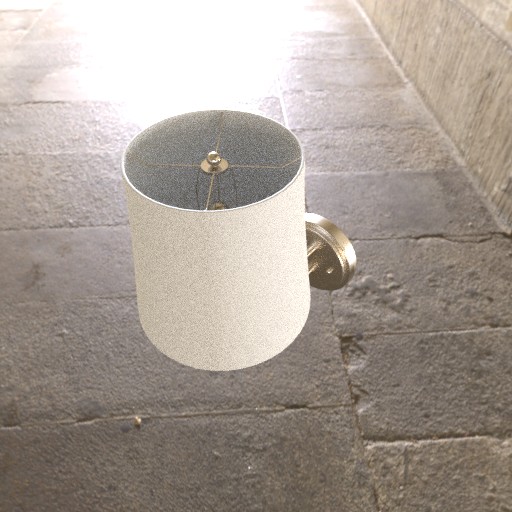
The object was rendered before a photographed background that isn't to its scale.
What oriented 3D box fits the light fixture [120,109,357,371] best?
[{"bbox_3d":[0.000,0.000,0.596,0.223,0.381,0.348,32,54,27],"label":"light fixture"}]
